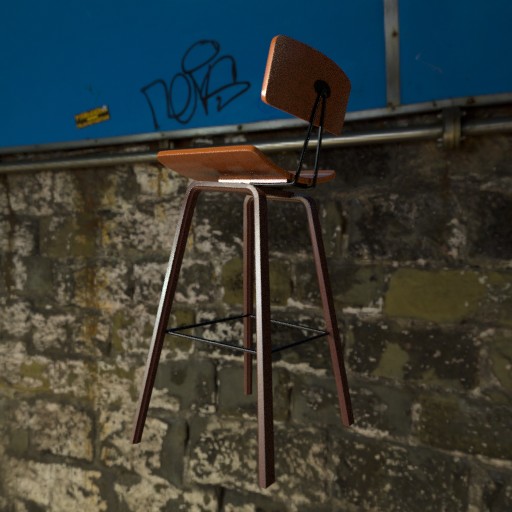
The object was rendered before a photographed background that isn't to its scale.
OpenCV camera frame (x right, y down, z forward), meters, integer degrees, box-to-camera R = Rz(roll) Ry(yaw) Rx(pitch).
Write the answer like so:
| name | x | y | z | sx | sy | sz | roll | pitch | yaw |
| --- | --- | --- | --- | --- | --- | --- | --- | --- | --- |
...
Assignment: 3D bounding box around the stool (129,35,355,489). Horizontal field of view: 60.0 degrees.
| name | x | y | z | sx | sy | sz | roll | pitch | yaw |
| --- | --- | --- | --- | --- | --- | --- | --- | --- | --- |
| stool | 0.000 | 0.000 | 1.214 | 0.440 | 0.969 | 0.509 | 1 | 1 | 37 |
